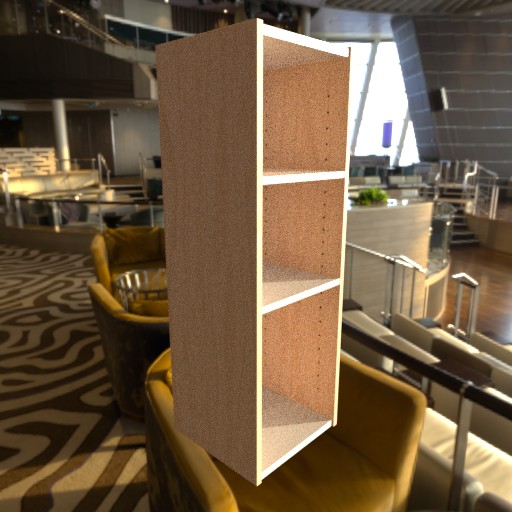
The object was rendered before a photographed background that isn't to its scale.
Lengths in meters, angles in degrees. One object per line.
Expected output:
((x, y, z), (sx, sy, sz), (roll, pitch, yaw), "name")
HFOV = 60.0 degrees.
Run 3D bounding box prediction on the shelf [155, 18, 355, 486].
((0.000, 0.000, 1.032), (0.290, 0.900, 0.300), (13, 19, 42), "shelf")
